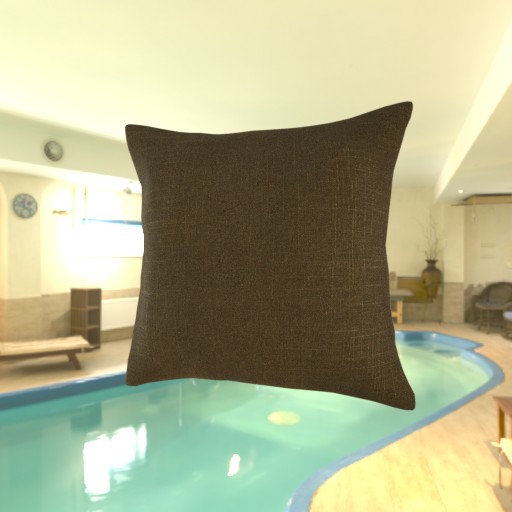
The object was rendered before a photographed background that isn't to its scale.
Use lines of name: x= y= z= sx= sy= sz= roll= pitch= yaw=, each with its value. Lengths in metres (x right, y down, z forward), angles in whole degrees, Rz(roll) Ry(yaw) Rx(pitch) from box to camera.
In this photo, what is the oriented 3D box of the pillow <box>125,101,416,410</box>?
pillow: x=0.000 y=0.000 z=0.689 sx=0.468 sy=0.444 sz=0.138 roll=0 pitch=0 yaw=17
